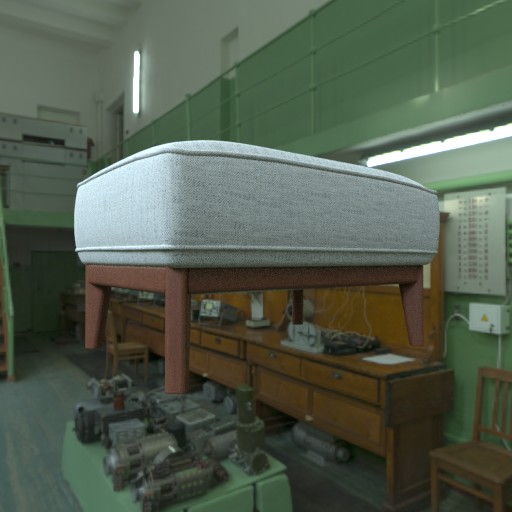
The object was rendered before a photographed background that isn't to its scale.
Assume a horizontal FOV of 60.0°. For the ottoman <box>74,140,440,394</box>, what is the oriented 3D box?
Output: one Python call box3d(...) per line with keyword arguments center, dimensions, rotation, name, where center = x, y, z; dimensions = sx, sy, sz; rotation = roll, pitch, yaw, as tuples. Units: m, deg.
box3d(center=(0.000, 0.000, 1.153), dimensions=(0.794, 0.465, 0.594), rotation=(0, -1, -37), name="ottoman")
